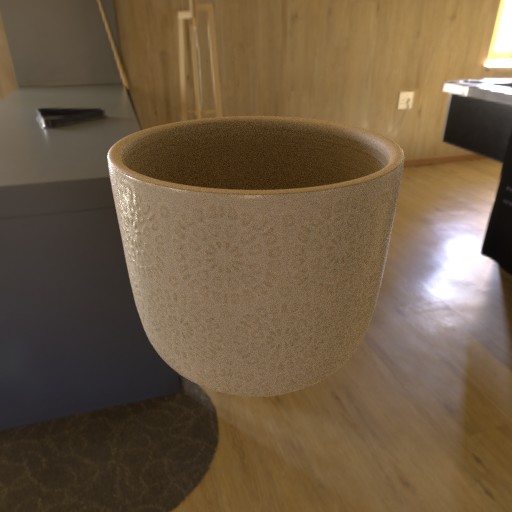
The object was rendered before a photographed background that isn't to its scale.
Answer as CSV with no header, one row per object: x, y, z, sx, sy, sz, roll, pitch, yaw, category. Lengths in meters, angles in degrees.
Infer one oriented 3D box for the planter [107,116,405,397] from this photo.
0.000,0.000,0.299,0.170,0.152,0.170,0,28,0,planter
